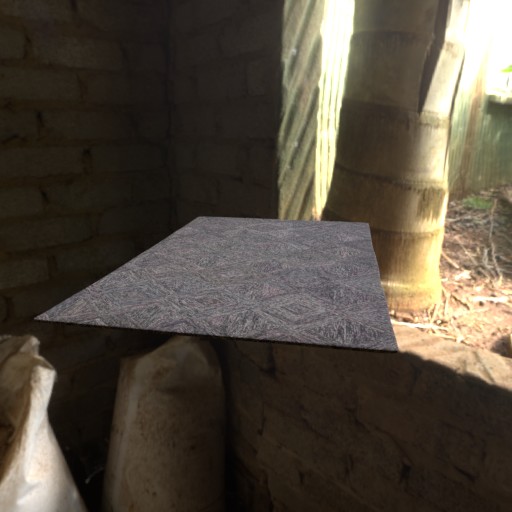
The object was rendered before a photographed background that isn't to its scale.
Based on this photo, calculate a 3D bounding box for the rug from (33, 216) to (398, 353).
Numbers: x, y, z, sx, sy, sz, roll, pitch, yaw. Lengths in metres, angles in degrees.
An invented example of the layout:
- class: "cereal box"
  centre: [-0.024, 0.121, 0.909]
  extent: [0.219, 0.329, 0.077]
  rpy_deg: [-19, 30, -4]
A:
- class: "rug"
  centre: [0.000, 0.000, 2.160]
  extent: [1.158, 0.013, 1.752]
  rpy_deg: [3, 17, 10]
